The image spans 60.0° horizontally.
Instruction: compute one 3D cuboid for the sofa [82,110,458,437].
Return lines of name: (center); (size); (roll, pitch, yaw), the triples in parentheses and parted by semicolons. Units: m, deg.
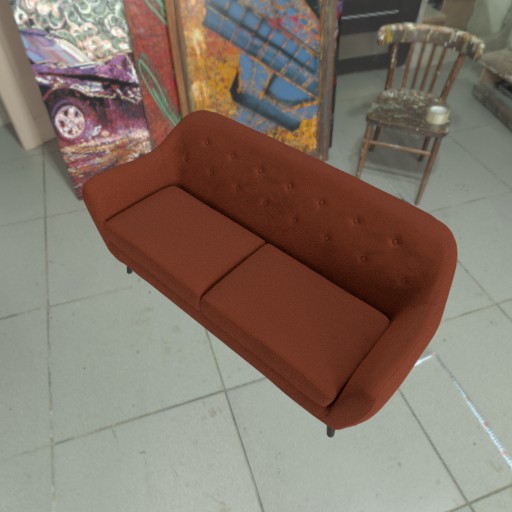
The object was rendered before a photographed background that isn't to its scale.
sofa: (0.000, 0.000, 2.278); (1.840, 0.836, 0.820); (33, 55, 27)
